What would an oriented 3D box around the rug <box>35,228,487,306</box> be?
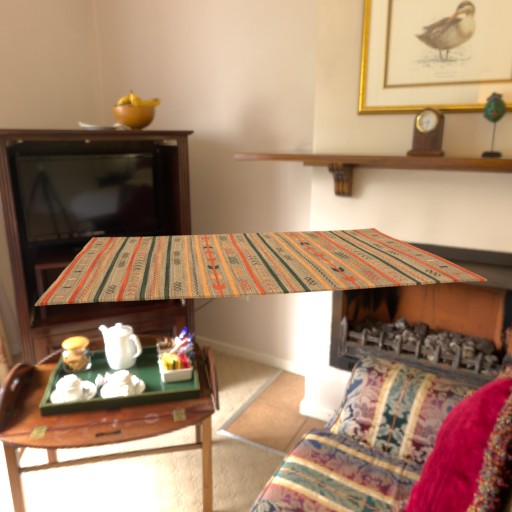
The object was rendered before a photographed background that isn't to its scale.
[{"bbox_3d":[0.000,0.000,3.070,2.439,0.029,1.537,-2,15,-10],"label":"rug"}]
